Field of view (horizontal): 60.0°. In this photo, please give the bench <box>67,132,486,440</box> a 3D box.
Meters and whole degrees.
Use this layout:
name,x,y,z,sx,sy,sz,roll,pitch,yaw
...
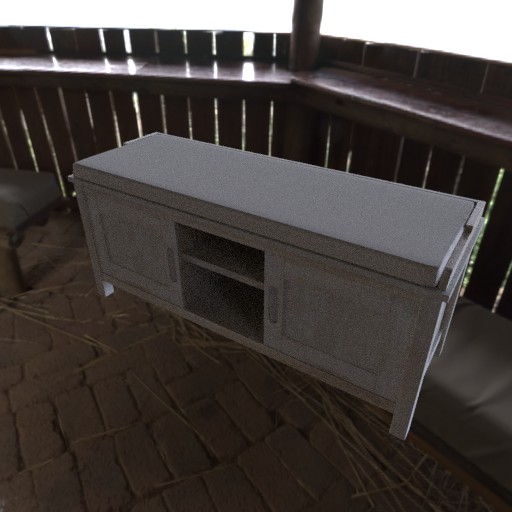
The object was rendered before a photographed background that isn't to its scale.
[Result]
name,x,y,z,sx,sy,sz,roll,pitch,yaw
bench,0.000,0.000,1.359,1.140,0.501,0.398,19,36,28
